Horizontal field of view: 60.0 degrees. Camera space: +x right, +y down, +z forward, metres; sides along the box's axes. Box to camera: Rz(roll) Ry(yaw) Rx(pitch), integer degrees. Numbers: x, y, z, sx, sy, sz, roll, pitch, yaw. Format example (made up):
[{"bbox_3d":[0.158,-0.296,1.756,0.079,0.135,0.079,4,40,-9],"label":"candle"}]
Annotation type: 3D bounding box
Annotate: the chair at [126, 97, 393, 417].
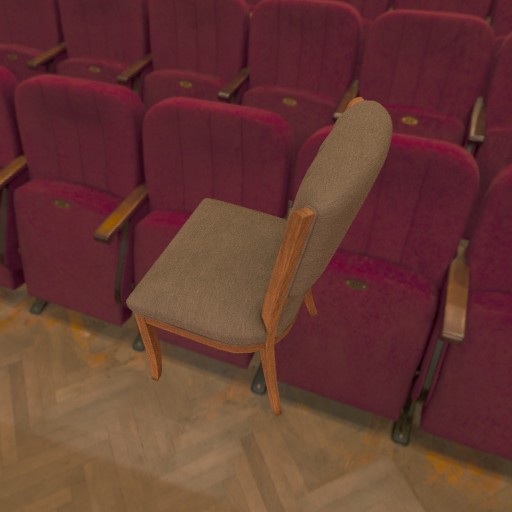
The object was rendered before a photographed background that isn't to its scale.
[{"bbox_3d":[0.000,0.000,1.280,0.584,0.905,0.513,15,47,15],"label":"chair"}]
